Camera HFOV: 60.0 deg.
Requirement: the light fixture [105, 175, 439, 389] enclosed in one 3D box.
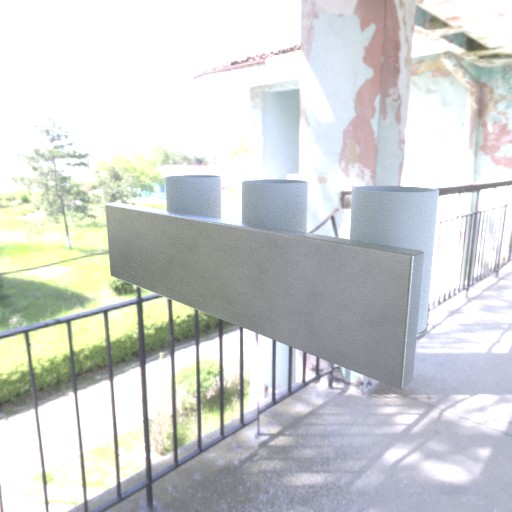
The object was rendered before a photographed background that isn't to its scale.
[{"bbox_3d":[0.000,0.000,0.526,0.451,0.172,0.145,13,18,43],"label":"light fixture"}]
